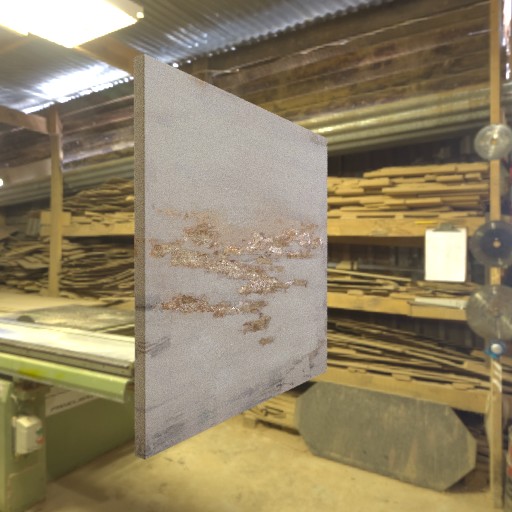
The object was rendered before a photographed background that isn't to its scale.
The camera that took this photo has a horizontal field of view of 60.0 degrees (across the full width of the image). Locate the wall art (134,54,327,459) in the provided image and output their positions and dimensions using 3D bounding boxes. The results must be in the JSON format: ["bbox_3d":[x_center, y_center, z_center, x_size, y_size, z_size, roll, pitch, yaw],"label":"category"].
[{"bbox_3d":[0.000,0.000,1.533,0.040,1.018,1.015,0,1,36],"label":"wall art"}]
